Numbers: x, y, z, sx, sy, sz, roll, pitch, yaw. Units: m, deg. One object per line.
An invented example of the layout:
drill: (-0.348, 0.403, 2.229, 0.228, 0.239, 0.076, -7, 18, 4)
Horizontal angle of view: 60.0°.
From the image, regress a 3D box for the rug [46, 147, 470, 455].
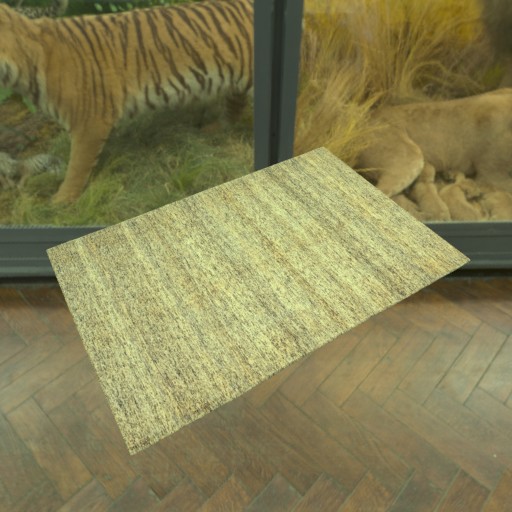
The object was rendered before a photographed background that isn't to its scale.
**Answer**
rug: (0.000, 0.000, 2.310, 1.846, 0.014, 1.243, -24, 51, -21)
